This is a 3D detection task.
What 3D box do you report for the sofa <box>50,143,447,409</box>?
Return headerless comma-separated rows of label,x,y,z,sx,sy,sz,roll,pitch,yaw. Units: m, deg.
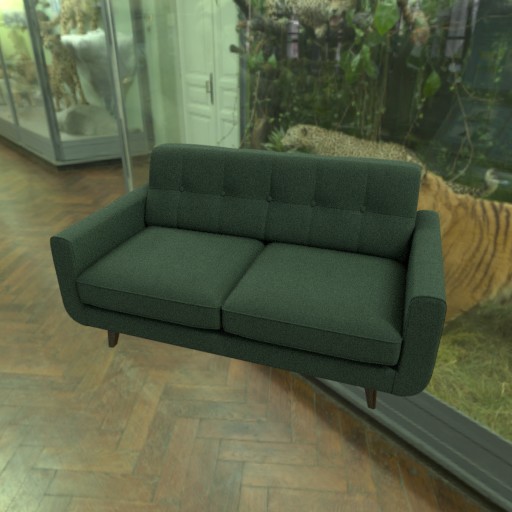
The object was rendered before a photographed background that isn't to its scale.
sofa,0.000,0.000,2.123,1.631,0.841,0.909,9,28,17
